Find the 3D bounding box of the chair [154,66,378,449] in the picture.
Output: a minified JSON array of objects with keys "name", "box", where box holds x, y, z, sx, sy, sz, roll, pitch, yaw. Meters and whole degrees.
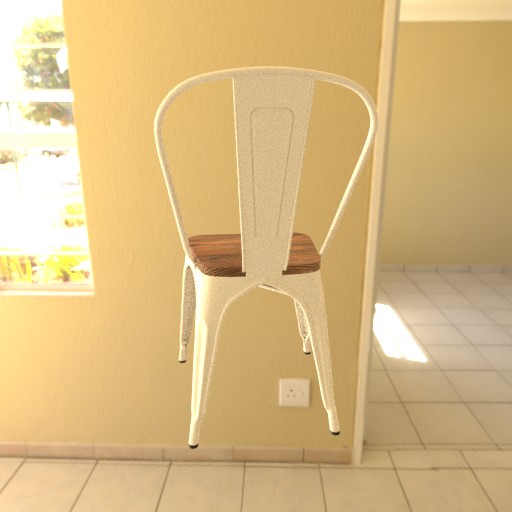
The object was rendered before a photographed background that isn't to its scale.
[{"name":"chair","box":[0.000,0.000,1.158,0.452,0.851,0.521,-2,16,-8]}]
